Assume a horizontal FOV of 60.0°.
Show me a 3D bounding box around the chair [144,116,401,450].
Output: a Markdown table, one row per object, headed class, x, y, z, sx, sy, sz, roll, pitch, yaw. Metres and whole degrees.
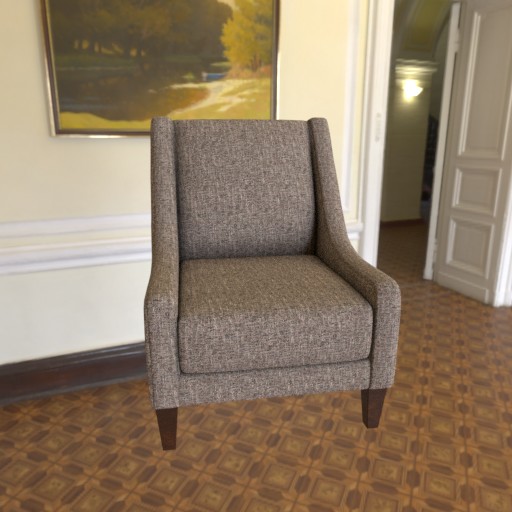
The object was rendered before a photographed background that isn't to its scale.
| class | x | y | z | sx | sy | sz | roll | pitch | yaw |
| --- | --- | --- | --- | --- | --- | --- | --- | --- | --- |
| chair | 0.000 | 0.000 | 1.644 | 0.774 | 1.014 | 0.870 | -2 | 15 | -9 |
